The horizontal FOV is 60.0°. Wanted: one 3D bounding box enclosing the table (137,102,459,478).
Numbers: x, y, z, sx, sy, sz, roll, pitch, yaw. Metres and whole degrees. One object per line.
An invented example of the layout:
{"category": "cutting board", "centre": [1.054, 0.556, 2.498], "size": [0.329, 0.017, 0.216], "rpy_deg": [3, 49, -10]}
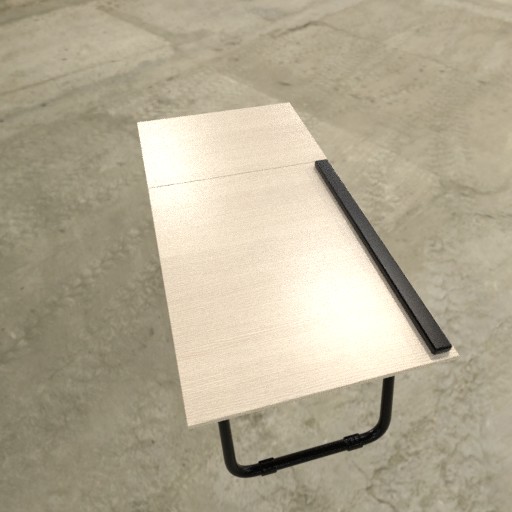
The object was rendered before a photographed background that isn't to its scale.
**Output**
{"category": "table", "centre": [0.000, 0.000, 0.785], "size": [0.322, 0.242, 0.644], "rpy_deg": [-11, 47, -10]}
